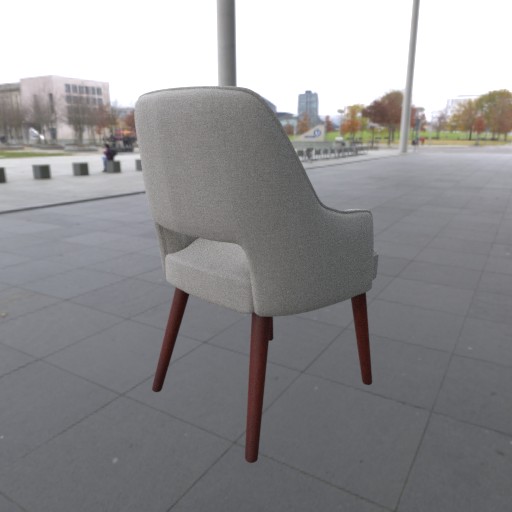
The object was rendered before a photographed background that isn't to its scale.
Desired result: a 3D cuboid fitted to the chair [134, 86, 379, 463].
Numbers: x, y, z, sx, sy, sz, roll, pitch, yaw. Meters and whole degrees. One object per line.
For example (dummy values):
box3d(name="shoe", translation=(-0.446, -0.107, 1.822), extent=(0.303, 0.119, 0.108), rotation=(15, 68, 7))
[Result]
box3d(name="chair", translation=(0.000, 0.000, 1.234), extent=(0.580, 0.840, 0.560), rotation=(-14, 21, -42))
